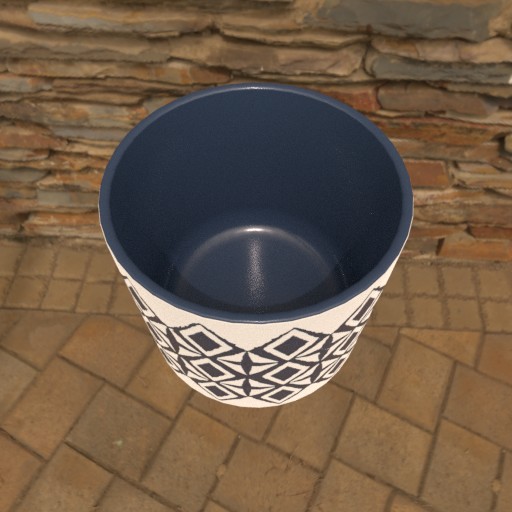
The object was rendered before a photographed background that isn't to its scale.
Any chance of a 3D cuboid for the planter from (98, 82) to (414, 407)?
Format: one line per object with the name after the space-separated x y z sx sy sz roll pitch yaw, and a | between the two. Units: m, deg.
0.000 0.000 0.402 0.224 0.203 0.224 0 58 0 | planter
